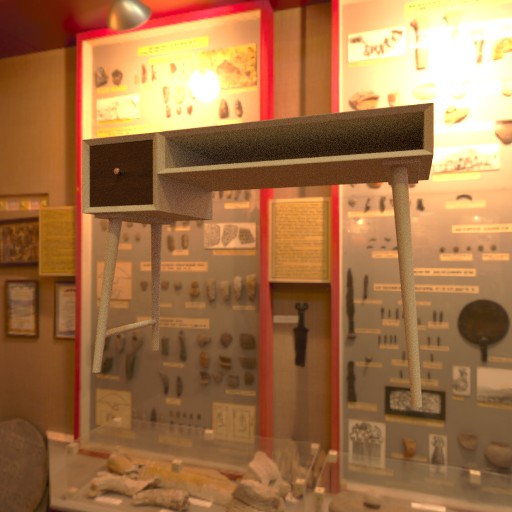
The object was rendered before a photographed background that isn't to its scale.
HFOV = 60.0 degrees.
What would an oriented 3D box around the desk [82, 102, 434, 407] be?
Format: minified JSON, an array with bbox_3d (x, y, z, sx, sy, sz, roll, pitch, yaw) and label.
[{"bbox_3d":[0.000,0.000,1.455,1.069,0.761,0.409,0,0,19],"label":"desk"}]
